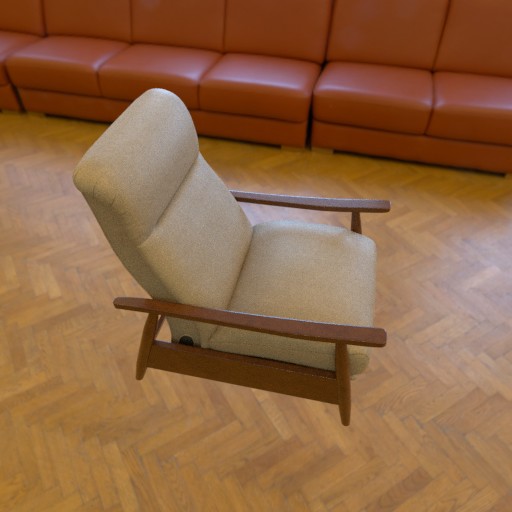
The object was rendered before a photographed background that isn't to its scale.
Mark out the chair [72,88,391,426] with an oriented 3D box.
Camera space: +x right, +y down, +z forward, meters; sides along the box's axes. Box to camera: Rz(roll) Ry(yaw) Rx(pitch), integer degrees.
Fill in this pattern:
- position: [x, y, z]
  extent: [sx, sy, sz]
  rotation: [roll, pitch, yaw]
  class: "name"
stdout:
- position: [0.000, 0.000, 1.808]
  extent: [1.030, 1.082, 0.762]
  rotation: [9, 45, 9]
  class: "chair"
